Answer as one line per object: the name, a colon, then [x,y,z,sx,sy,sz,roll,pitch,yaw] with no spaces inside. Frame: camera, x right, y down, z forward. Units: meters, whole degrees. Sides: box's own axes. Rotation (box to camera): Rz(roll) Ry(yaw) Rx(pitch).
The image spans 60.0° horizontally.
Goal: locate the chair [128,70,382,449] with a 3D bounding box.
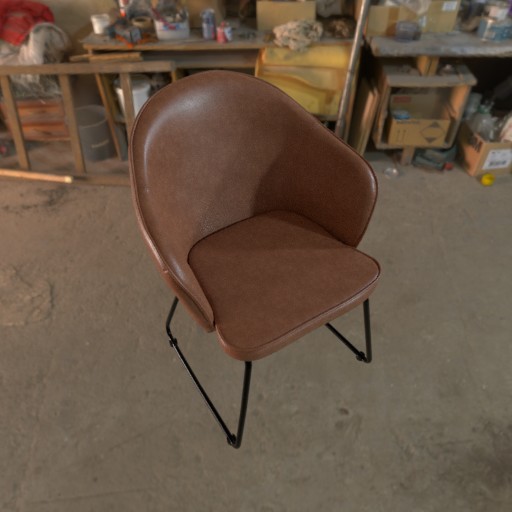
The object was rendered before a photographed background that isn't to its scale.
chair: [0.000,0.000,1.200,0.582,0.785,0.580,-25,51,-23]
